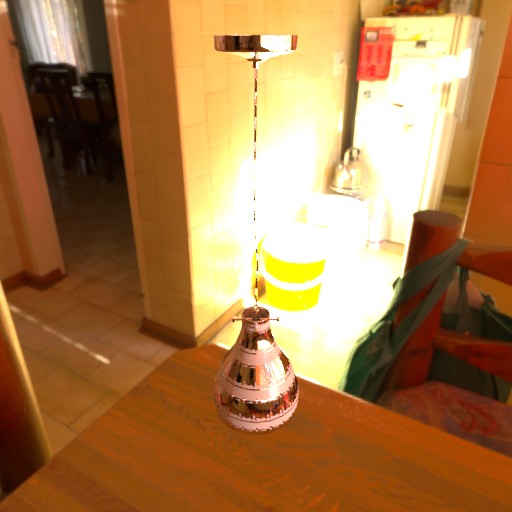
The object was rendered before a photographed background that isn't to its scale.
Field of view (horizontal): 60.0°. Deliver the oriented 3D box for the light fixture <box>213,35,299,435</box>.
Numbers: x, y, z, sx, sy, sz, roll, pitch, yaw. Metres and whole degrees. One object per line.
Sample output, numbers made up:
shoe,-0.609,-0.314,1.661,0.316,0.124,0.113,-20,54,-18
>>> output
light fixture,0.000,0.000,1.634,0.374,1.457,0.374,0,27,0
